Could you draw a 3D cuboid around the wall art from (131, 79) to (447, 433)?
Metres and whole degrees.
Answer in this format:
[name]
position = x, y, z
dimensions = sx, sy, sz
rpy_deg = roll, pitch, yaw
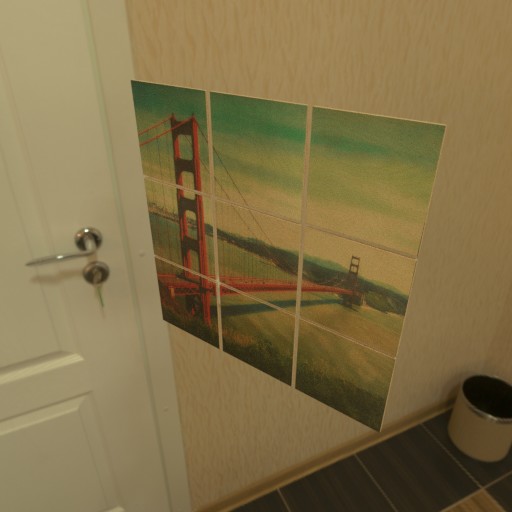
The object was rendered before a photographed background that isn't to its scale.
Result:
[wall art]
position = 0.000, 0.000, 2.199
dimensions = 1.519, 1.507, 0.014
rpy_deg = 20, 36, 30
